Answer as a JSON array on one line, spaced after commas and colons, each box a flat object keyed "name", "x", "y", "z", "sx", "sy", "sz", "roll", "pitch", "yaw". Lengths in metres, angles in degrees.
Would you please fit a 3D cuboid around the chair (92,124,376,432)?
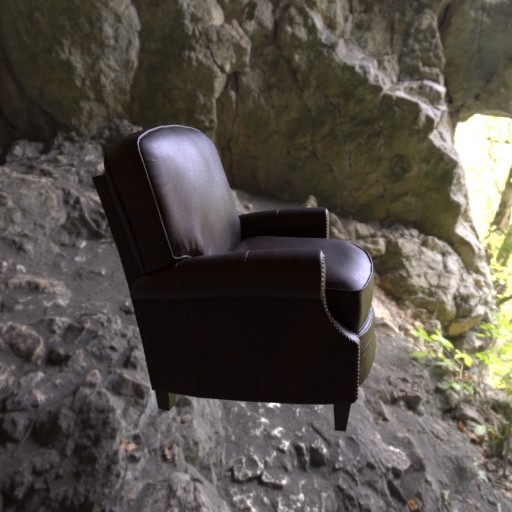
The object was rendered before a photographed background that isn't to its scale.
[{"name": "chair", "x": 0.000, "y": 0.000, "z": 1.791, "sx": 0.986, "sy": 1.018, "sz": 0.936, "roll": 3, "pitch": 16, "yaw": 9}]
